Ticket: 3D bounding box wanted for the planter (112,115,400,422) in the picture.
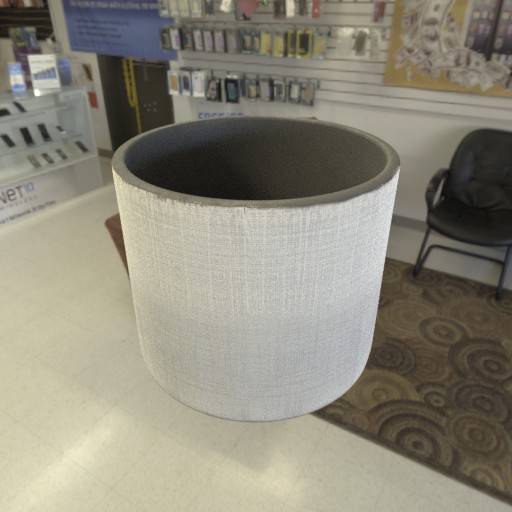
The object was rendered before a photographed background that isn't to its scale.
[{"bbox_3d":[0.000,0.000,0.403,0.226,0.201,0.226,0,31,0],"label":"planter"}]
